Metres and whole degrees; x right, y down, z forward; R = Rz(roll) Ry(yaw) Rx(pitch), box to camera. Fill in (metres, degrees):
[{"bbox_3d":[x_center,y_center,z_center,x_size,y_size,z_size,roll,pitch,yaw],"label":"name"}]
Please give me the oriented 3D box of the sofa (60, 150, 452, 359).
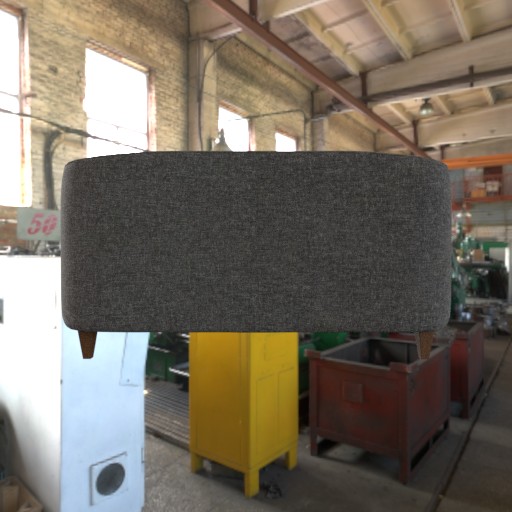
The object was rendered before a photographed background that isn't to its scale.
[{"bbox_3d":[0.000,0.000,2.219,1.733,0.855,0.941,0,1,0],"label":"sofa"}]
